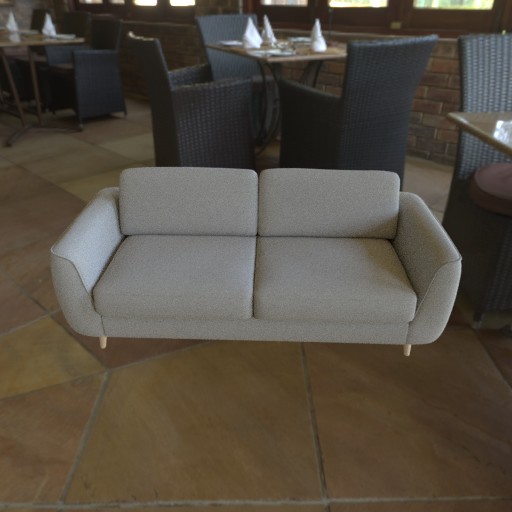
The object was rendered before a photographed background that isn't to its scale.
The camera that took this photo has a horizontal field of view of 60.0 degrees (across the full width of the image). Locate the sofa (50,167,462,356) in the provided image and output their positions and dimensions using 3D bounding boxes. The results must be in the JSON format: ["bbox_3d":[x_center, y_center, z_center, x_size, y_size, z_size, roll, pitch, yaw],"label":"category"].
[{"bbox_3d":[0.000,0.000,2.522,2.000,0.850,0.920,1,30,2],"label":"sofa"}]
